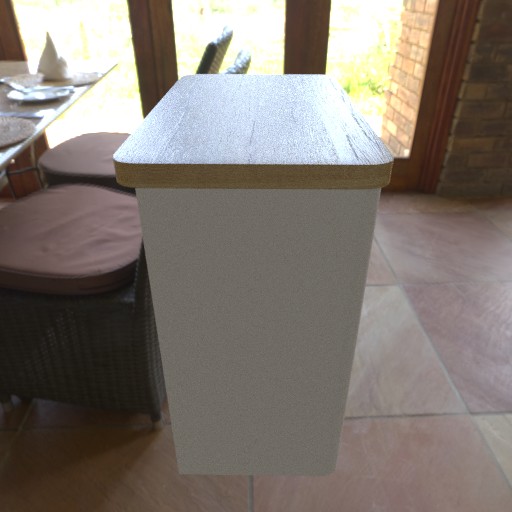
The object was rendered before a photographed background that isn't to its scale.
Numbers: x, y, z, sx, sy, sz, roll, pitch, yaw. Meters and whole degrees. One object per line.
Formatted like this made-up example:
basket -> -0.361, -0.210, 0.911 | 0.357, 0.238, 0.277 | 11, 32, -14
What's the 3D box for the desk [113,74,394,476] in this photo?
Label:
desk -> 0.000, 0.000, 1.191 | 0.440, 0.790, 0.760 | 0, 32, 1
